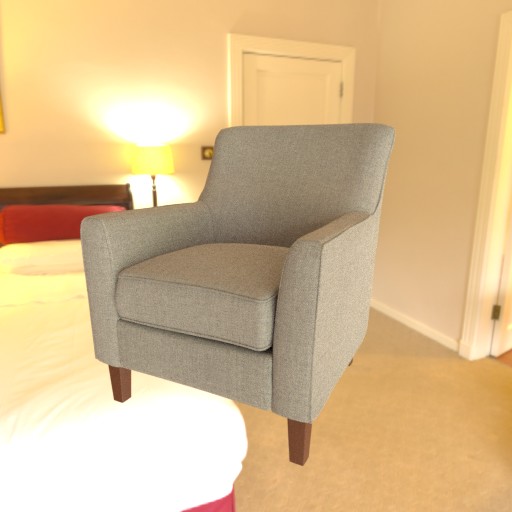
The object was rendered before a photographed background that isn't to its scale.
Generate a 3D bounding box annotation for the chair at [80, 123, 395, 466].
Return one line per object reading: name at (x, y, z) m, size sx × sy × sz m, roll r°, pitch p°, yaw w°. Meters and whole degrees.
chair at (0.000, 0.000, 1.779) m, size 0.887 × 1.047 × 0.993 m, roll 7°, pitch 16°, yaw 27°
